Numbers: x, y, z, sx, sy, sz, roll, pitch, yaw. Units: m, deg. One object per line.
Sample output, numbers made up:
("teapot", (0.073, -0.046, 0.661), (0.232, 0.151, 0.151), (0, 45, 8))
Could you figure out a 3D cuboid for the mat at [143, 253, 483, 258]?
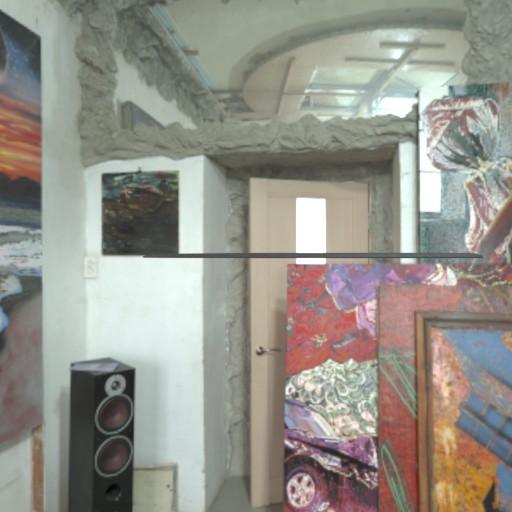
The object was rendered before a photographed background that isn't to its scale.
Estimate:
("mat", (0.000, 0.000, 1.849), (0.917, 0.016, 1.525), (0, 0, -18))
